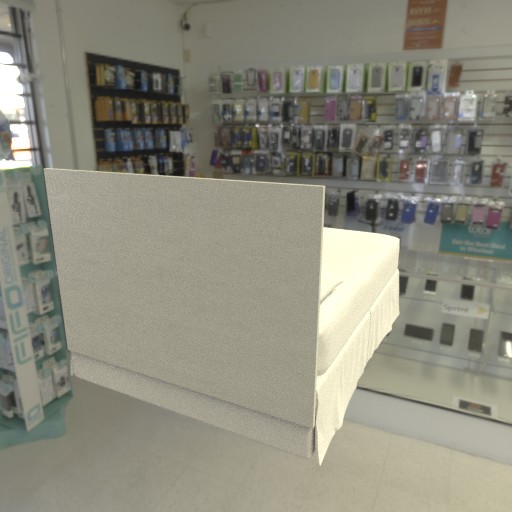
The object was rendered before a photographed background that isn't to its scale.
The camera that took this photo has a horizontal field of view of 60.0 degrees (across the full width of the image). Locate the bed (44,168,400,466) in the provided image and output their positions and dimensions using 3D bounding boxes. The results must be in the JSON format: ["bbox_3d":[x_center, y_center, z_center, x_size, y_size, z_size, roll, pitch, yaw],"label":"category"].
[{"bbox_3d":[0.000,0.000,3.160,1.745,1.335,2.094,8,18,26],"label":"bed"}]
